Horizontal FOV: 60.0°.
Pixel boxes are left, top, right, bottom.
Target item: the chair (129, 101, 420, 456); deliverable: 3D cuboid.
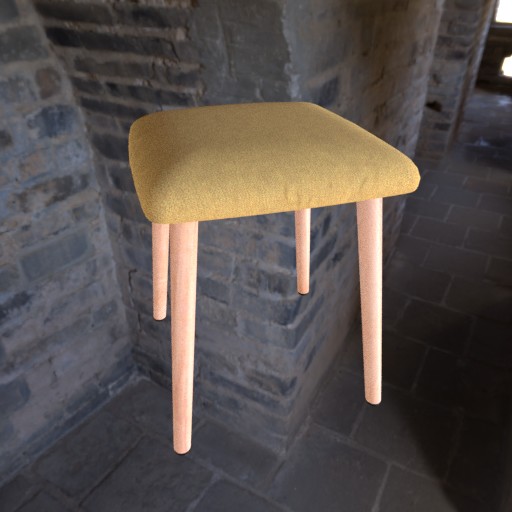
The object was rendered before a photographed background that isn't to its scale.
[{"bbox_3d":[0.000,0.000,0.722,0.350,0.440,0.350,-9,33,-14],"label":"chair"}]
